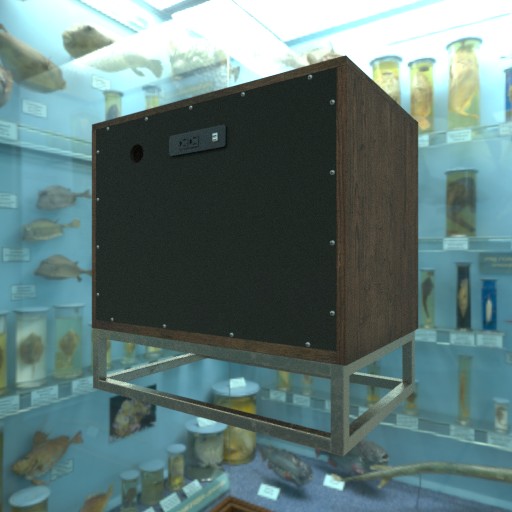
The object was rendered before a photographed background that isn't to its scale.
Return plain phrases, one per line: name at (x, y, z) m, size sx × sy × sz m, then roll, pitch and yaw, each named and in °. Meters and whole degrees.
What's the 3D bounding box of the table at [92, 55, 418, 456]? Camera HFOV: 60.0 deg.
table at (0.000, 0.000, 1.253) m, size 0.767 × 0.746 × 0.542 m, roll 0°, pitch 0°, yaw 34°
